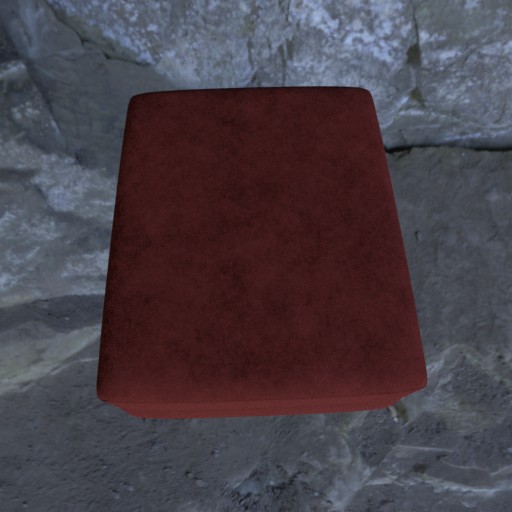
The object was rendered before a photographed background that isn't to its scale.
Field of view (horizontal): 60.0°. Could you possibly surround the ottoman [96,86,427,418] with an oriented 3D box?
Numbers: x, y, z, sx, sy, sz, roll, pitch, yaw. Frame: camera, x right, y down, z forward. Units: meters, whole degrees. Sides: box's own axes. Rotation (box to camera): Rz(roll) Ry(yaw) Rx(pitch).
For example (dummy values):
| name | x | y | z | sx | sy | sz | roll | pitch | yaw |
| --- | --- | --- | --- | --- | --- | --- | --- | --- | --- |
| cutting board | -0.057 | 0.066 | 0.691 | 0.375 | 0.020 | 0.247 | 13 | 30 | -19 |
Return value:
| name | x | y | z | sx | sy | sz | roll | pitch | yaw |
| --- | --- | --- | --- | --- | --- | --- | --- | --- | --- |
| ottoman | 0.000 | 0.000 | 1.163 | 0.650 | 0.462 | 0.782 | -2 | 65 | -1 |
